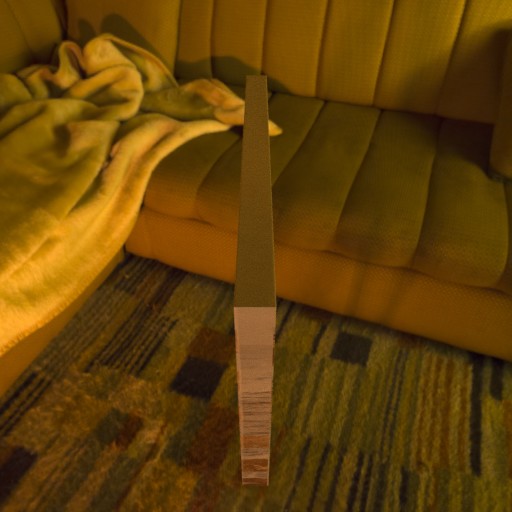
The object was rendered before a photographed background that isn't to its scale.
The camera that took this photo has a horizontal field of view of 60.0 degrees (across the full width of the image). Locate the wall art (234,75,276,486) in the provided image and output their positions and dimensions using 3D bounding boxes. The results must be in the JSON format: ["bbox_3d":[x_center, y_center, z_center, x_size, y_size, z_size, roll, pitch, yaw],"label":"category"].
[{"bbox_3d":[0.000,0.000,0.773,0.041,0.407,0.606,0,41,0],"label":"wall art"}]
